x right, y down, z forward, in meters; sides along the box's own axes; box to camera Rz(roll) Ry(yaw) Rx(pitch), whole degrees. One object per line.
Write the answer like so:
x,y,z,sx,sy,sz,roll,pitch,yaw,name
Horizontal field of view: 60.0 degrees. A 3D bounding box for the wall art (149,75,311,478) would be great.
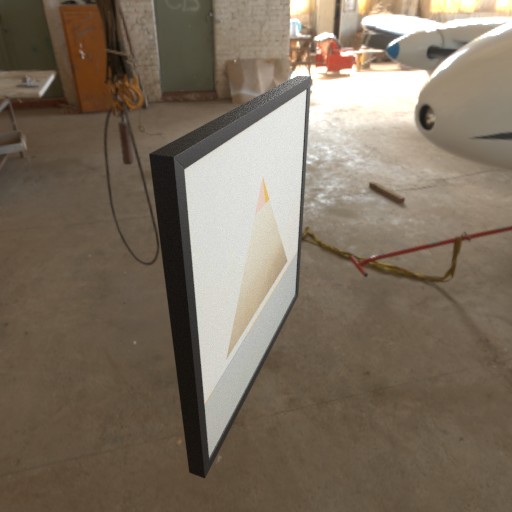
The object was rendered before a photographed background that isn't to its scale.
0.000,0.000,0.765,0.028,0.511,0.513,11,32,18,wall art
